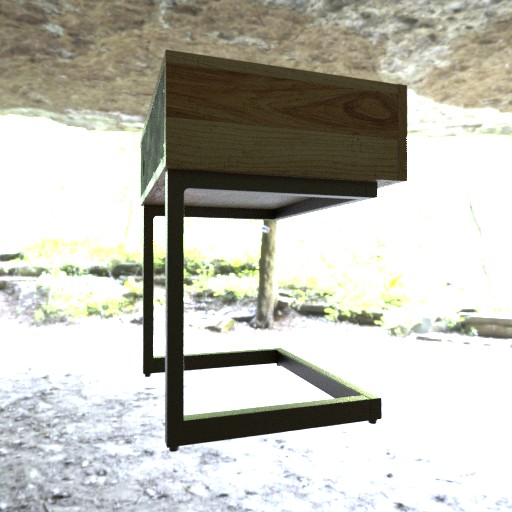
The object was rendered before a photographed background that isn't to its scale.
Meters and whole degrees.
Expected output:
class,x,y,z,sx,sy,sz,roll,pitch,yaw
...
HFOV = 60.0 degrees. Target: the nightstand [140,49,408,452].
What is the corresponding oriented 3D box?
class,x,y,z,sx,sy,sz,roll,pitch,yaw
nightstand,0.000,0.000,1.019,0.481,0.632,0.558,0,-1,-19
